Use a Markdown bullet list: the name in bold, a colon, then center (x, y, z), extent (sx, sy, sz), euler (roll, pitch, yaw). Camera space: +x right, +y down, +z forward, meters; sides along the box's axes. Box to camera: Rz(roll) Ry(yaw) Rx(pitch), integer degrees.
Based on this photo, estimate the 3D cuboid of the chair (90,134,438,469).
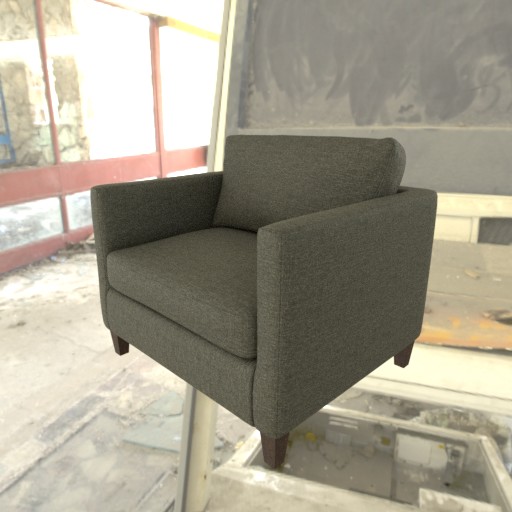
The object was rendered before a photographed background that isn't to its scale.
- **chair**: center (0.000, 0.000, 1.842), extent (0.959, 0.963, 1.107), euler (-17, 24, -42)
